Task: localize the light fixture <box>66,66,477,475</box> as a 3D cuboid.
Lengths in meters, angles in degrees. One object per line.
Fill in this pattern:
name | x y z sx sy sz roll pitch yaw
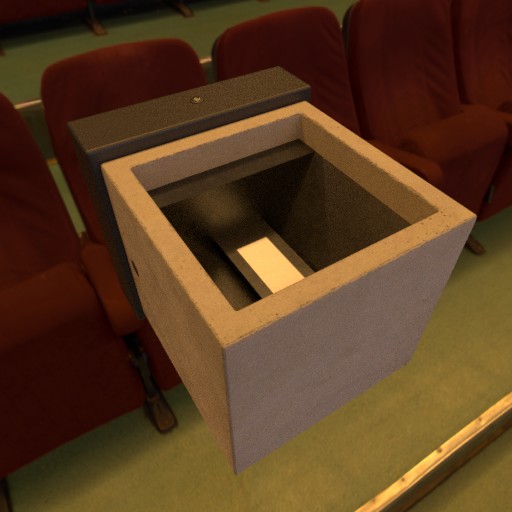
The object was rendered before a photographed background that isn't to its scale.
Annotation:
light fixture | 0.000 0.000 0.229 0.121 0.121 0.143 -24 50 -22
